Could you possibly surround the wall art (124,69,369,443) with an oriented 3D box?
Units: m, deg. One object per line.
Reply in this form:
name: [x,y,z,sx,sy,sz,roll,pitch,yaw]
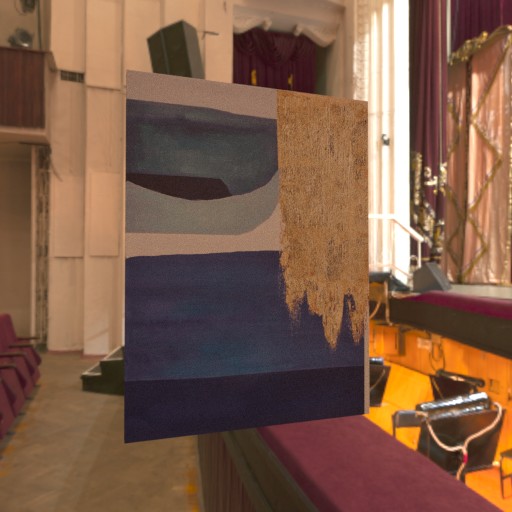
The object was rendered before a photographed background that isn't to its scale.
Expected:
wall art: [0.000,0.000,0.810,0.458,0.613,0.026,0,-1,-18]
